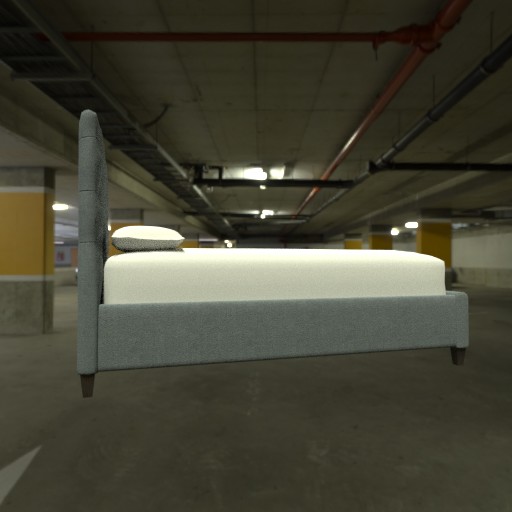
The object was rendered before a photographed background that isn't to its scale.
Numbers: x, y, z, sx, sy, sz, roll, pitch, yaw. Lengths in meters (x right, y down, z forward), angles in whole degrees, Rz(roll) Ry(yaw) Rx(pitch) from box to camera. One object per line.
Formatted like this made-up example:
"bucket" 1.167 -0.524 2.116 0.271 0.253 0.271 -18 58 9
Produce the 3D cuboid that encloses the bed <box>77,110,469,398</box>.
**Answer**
"bed" 0.000 0.000 3.289 2.335 1.411 1.698 0 -1 -17
